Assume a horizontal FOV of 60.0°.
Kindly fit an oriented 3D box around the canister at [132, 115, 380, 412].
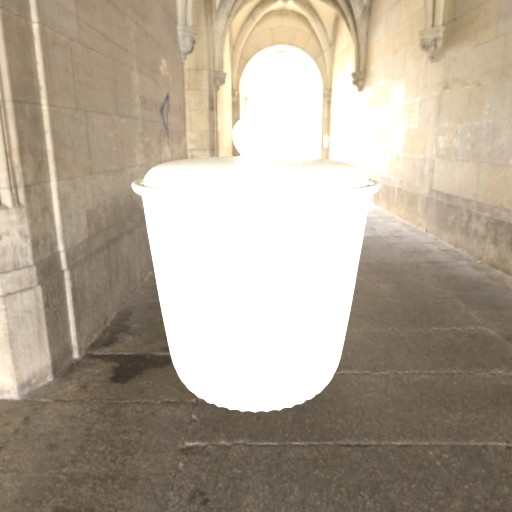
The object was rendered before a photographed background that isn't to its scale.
[{"bbox_3d":[0.000,0.000,0.348,0.181,0.211,0.181,0,15,0],"label":"canister"}]
